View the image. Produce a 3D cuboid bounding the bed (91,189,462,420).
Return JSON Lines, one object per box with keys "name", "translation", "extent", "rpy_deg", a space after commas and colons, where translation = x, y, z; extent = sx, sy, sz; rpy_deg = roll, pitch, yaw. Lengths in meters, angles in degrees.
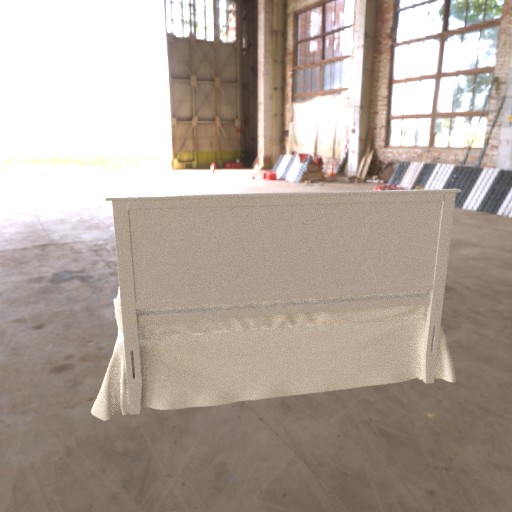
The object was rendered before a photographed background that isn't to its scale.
{"name": "bed", "translation": [0.000, 0.000, 3.596], "extent": [2.317, 1.273, 2.215], "rpy_deg": [-3, 15, -10]}
